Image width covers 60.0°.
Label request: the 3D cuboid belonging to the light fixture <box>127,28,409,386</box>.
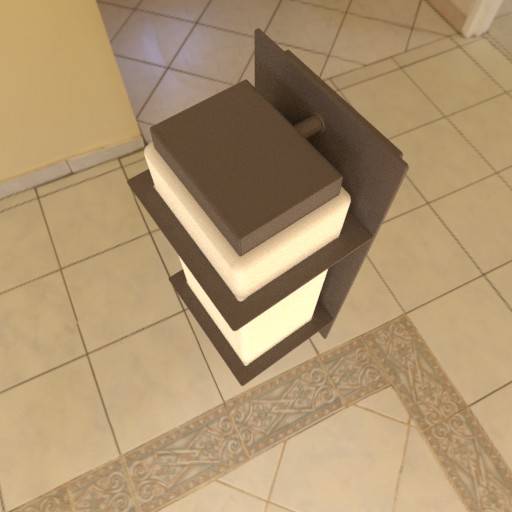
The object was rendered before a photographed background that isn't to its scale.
[{"bbox_3d":[0.000,0.000,0.427,0.146,0.347,0.153,-32,67,-15],"label":"light fixture"}]
